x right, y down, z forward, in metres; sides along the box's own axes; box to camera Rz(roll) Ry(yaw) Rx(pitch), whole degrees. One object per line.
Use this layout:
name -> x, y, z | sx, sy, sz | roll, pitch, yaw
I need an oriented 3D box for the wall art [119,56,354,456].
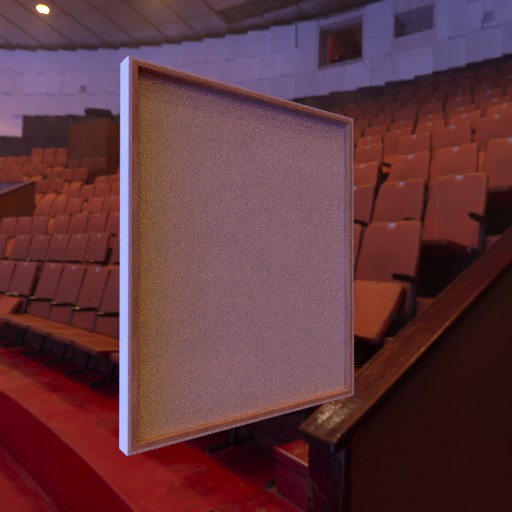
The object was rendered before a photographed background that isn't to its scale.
wall art -> 0.000, 0.000, 0.835 | 0.508, 0.606, 0.037 | 0, -1, -37
